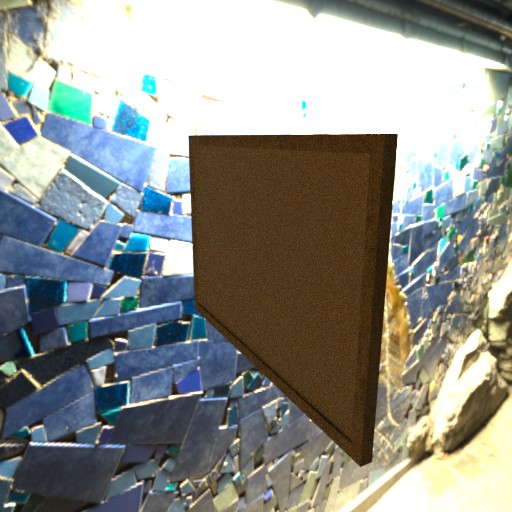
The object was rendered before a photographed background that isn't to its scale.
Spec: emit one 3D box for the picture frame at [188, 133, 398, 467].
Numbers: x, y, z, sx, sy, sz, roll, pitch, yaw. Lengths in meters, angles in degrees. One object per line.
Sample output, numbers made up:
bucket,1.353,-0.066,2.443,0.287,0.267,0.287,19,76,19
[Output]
picture frame,0.000,0.000,1.175,0.029,0.621,0.922,-8,17,-27
